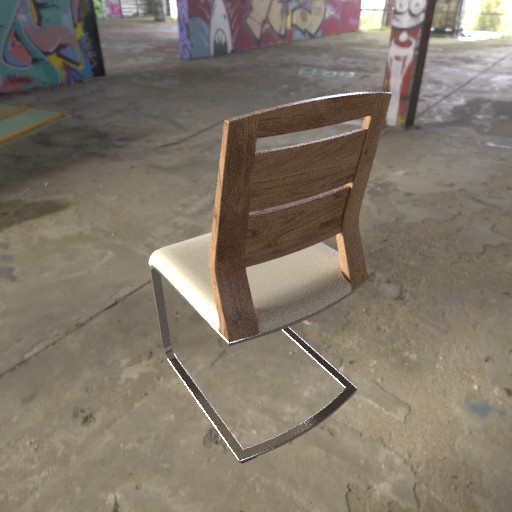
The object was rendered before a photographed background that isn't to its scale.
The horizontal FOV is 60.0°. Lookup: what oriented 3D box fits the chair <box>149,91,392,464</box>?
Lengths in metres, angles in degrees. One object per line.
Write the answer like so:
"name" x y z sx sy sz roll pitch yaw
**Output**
"chair" 0.000 0.000 1.264 0.457 0.955 0.561 -20 37 -29
